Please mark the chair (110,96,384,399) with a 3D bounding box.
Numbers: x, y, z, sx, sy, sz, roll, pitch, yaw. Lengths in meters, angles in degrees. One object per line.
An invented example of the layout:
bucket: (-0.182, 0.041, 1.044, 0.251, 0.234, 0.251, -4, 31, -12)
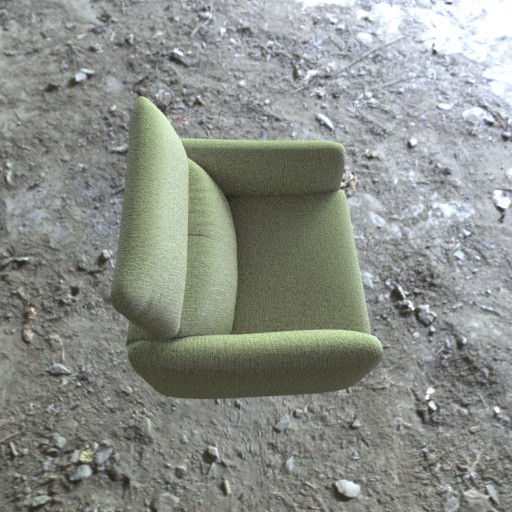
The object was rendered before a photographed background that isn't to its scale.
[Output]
chair: (0.000, 0.000, 1.697, 0.835, 0.967, 0.972, -3, 62, -1)
